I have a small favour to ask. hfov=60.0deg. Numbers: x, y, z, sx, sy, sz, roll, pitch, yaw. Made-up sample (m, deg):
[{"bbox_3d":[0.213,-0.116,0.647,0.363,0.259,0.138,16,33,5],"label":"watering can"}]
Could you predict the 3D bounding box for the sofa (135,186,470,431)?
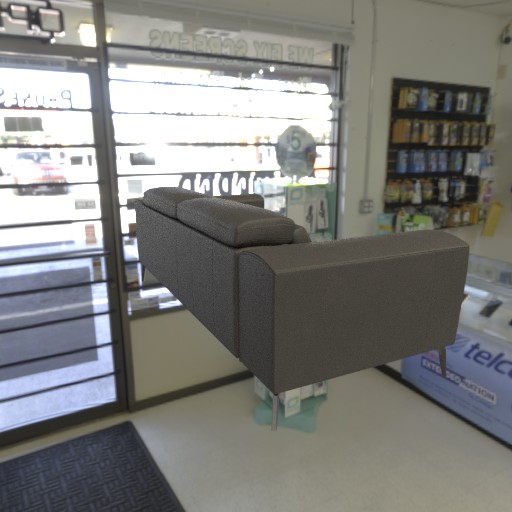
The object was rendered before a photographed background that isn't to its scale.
[{"bbox_3d":[0.000,0.000,2.833,1.048,0.814,2.330,-7,15,-26],"label":"sofa"}]
